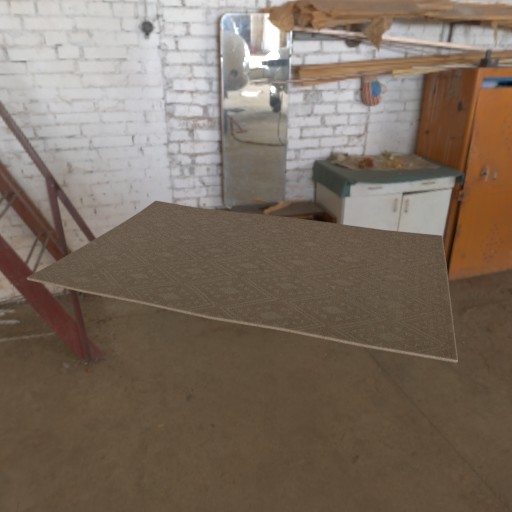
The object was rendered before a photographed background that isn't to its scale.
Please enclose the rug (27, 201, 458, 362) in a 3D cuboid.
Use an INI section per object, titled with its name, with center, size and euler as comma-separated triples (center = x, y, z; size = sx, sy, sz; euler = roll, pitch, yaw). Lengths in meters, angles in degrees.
[rug]
center = 0.000, 0.000, 3.001
size = 2.430, 0.053, 1.553
euler = 8, 27, 17
